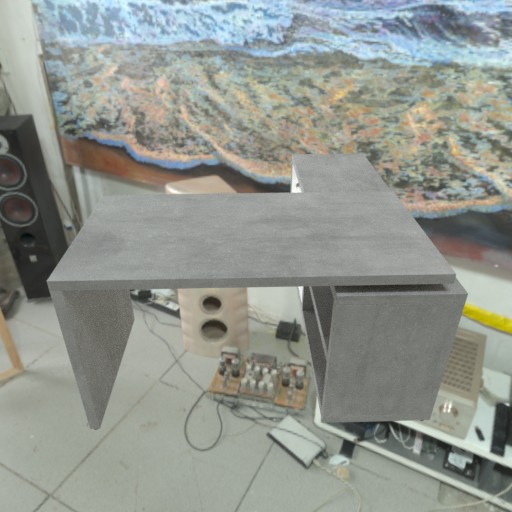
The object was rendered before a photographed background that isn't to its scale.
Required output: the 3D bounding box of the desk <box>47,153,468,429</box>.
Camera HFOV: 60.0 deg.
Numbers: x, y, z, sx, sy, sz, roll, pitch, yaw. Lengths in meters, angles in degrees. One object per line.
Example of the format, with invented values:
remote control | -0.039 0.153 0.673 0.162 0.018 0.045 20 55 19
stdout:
desk | 0.000 0.000 2.282 1.400 0.740 1.500 -1 31 -2
